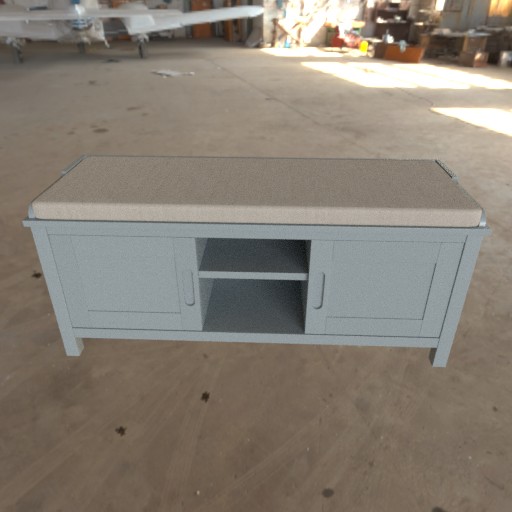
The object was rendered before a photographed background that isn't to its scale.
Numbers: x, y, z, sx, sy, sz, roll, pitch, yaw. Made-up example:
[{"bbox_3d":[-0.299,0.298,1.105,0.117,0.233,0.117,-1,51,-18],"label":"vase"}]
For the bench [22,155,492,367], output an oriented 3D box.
[{"bbox_3d":[0.000,0.000,1.348,1.140,0.501,0.398,1,30,2],"label":"bench"}]
